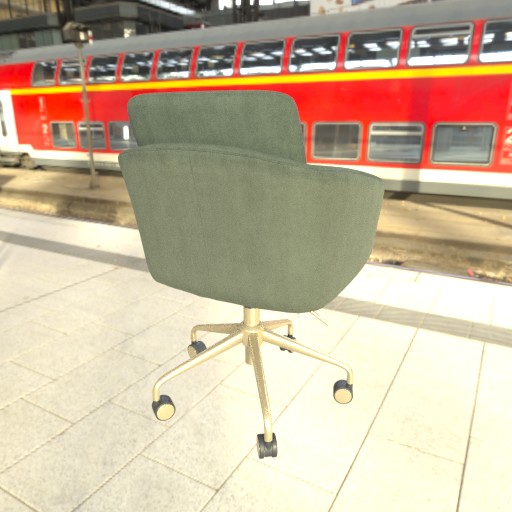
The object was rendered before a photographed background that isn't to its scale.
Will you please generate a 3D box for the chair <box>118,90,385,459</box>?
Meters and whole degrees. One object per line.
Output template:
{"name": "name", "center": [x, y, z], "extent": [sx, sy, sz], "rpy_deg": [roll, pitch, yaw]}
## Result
{"name": "chair", "center": [0.000, 0.000, 1.338], "extent": [0.641, 0.908, 0.635], "rpy_deg": [9, 20, 26]}
